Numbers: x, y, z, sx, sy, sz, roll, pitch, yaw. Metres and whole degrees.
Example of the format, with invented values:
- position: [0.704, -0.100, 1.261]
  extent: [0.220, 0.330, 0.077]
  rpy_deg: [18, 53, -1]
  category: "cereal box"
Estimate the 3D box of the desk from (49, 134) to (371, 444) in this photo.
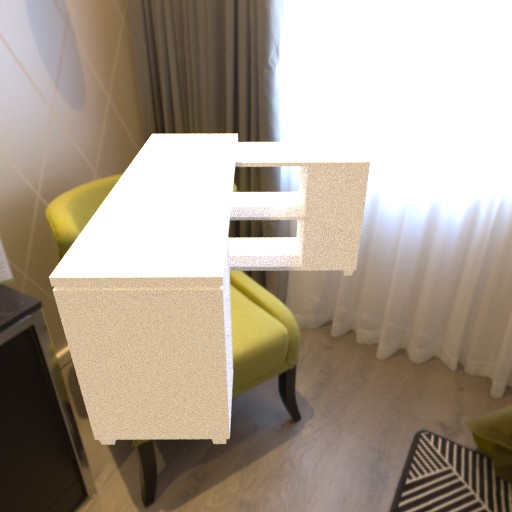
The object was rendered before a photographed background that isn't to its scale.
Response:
- position: [0.000, 0.000, 2.125]
  extent: [1.199, 0.759, 1.524]
  rpy_deg: [0, 30, 0]
  category: "desk"
